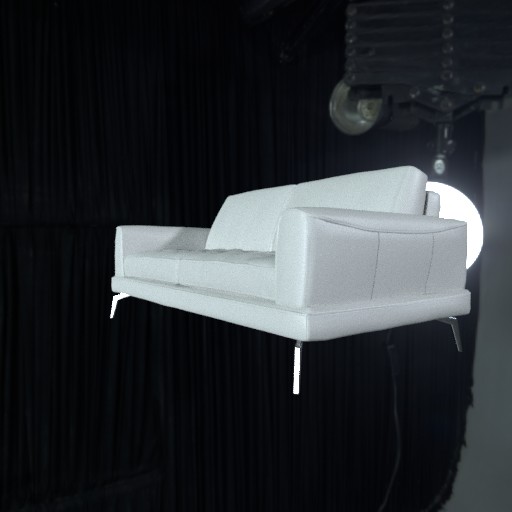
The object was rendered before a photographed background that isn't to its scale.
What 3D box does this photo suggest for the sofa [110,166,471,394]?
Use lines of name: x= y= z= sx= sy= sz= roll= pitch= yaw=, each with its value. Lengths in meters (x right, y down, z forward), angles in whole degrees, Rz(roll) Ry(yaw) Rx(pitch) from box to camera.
sofa: x=0.000 y=0.000 z=2.685 sx=1.121 sy=0.930 sz=2.177 roll=-1 pitch=2 yaw=-35
